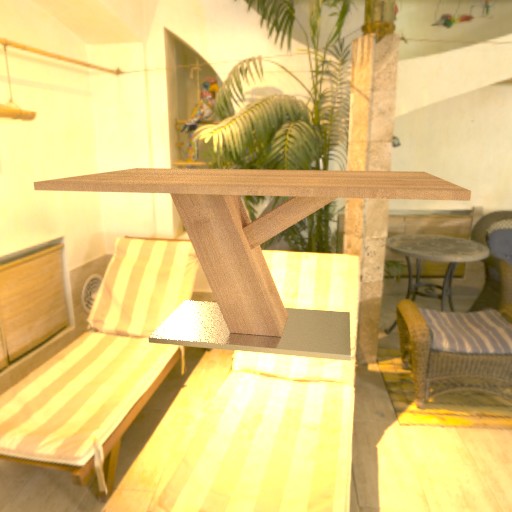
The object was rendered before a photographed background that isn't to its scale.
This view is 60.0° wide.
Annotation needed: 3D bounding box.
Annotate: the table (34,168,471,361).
[{"bbox_3d":[0.000,0.000,2.109,1.600,0.750,0.900,3,15,11],"label":"table"}]
